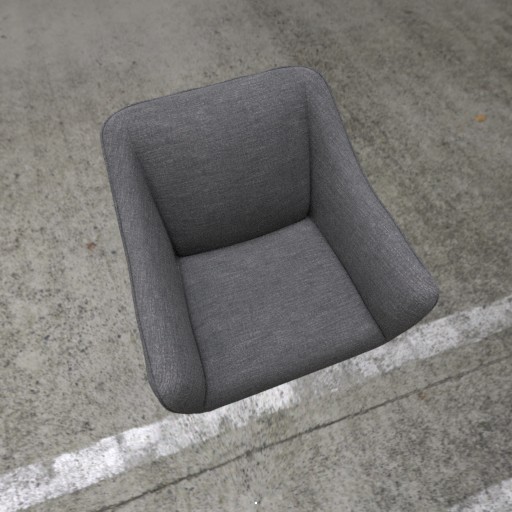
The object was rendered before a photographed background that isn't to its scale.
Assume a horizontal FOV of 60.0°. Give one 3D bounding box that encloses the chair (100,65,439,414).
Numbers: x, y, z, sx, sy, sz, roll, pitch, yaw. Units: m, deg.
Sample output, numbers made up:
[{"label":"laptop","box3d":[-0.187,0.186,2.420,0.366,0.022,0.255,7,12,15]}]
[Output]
[{"label":"chair","box3d":[0.000,0.000,1.554,0.870,0.829,0.851,-18,62,-10]}]
